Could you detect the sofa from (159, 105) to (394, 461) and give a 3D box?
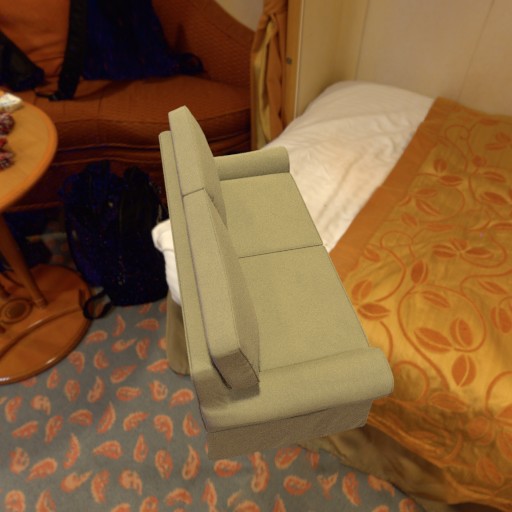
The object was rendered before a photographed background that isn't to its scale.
[{"bbox_3d":[0.000,0.000,2.417,0.841,1.024,1.823,-9,47,-9],"label":"sofa"}]
